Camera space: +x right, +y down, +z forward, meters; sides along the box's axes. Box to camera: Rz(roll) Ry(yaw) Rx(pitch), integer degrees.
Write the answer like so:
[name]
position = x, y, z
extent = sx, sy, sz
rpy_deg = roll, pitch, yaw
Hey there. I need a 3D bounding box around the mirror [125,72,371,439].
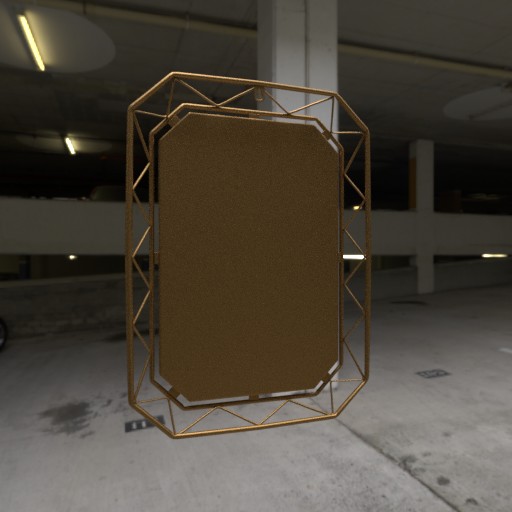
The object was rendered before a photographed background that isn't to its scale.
[mirror]
position = 0.000, 0.000, 0.734
extent = 0.417, 0.566, 0.042
rpy_deg = 0, 1, -18
